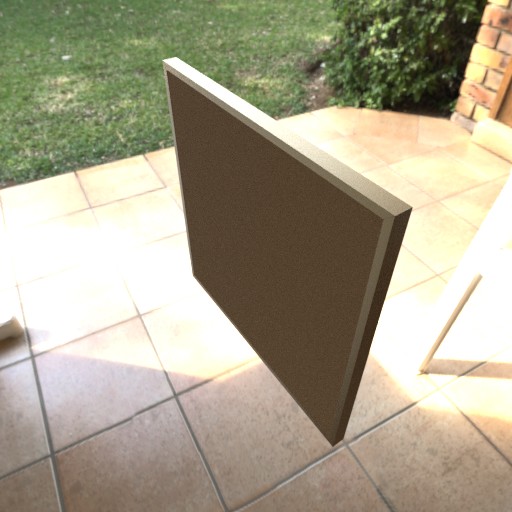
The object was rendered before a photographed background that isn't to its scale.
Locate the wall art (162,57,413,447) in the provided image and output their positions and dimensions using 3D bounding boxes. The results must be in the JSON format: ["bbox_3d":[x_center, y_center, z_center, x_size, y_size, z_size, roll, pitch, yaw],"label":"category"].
[{"bbox_3d":[0.000,0.000,1.137,0.038,0.762,0.762,-25,49,-25],"label":"wall art"}]
